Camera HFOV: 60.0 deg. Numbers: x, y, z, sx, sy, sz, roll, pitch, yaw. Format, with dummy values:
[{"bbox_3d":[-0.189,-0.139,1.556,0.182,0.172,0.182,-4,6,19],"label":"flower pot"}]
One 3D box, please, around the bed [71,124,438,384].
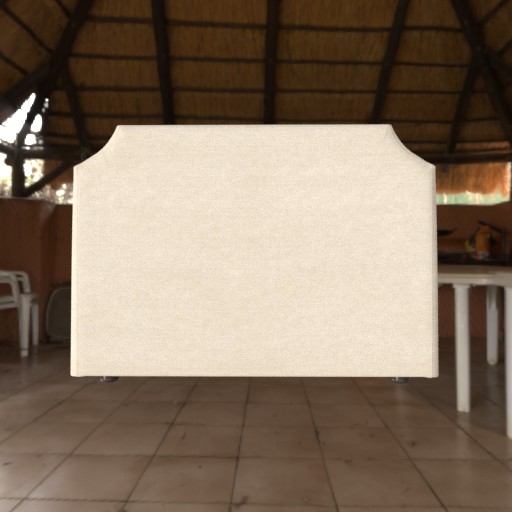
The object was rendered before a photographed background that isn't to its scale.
[{"bbox_3d":[0.000,0.000,3.258,1.828,1.297,2.164,0,-1,1],"label":"bed"}]
